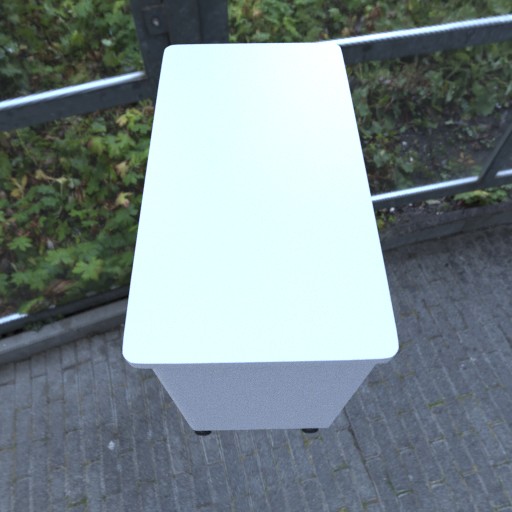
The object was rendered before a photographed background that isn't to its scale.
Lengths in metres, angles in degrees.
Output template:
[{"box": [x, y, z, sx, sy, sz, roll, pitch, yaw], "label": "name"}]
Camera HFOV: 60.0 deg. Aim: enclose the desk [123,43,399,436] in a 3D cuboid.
[{"box": [0.000, 0.000, 1.292, 0.475, 0.763, 0.877, -1, 59, -1], "label": "desk"}]
